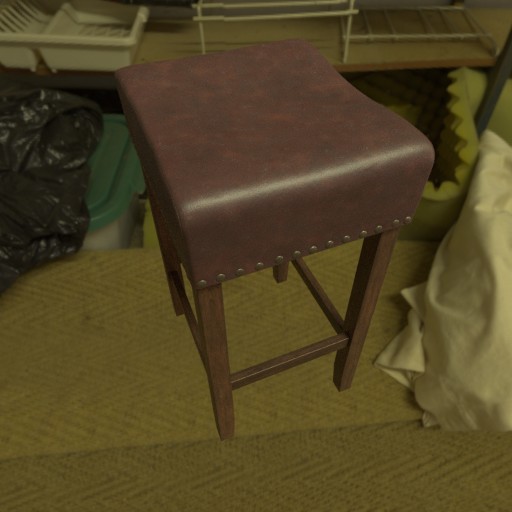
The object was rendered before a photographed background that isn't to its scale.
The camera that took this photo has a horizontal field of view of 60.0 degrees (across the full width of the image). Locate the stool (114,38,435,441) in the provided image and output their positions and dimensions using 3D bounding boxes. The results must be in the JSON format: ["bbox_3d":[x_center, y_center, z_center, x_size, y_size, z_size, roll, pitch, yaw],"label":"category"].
[{"bbox_3d":[0.000,0.000,1.014,0.401,0.769,0.465,-17,49,-15],"label":"stool"}]
